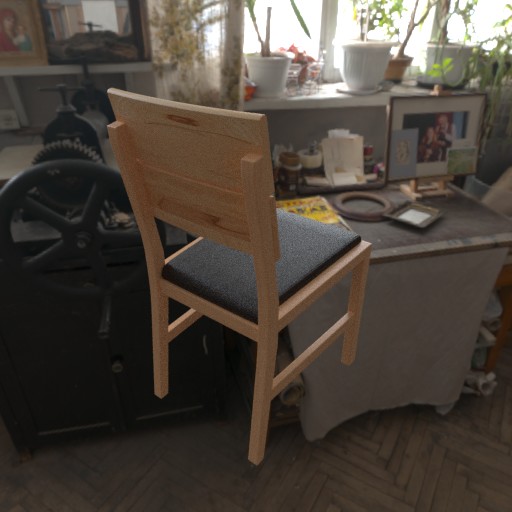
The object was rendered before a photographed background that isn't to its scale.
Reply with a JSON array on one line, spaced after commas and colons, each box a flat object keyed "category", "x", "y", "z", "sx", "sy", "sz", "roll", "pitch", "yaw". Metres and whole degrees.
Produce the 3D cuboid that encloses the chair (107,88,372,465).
[{"category": "chair", "x": 0.000, "y": 0.000, "z": 1.286, "sx": 0.475, "sy": 0.950, "sz": 0.560, "roll": 21, "pitch": 37, "yaw": 32}]
